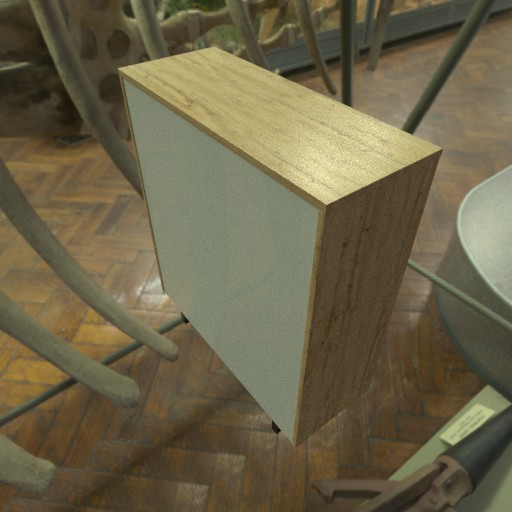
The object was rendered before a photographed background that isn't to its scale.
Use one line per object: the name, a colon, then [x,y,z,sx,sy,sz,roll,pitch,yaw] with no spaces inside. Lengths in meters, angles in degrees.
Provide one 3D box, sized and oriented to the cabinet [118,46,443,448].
cabinet: [0.000,0.000,1.960,0.473,1.397,1.168,-27,48,-27]
